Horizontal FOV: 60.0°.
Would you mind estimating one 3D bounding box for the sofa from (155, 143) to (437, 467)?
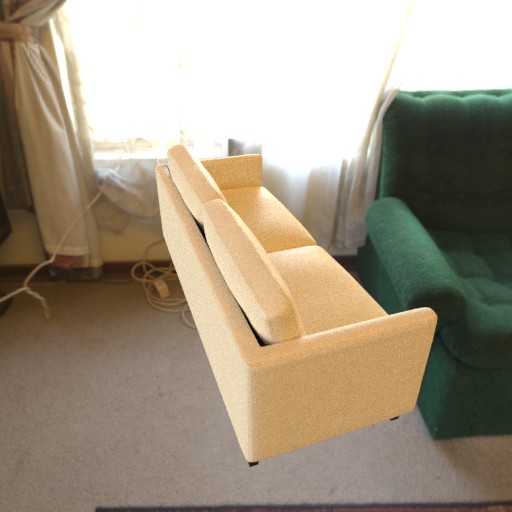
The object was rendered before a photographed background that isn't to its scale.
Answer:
[{"bbox_3d":[0.000,0.000,2.962,0.948,0.965,2.434,-10,33,-17],"label":"sofa"}]
